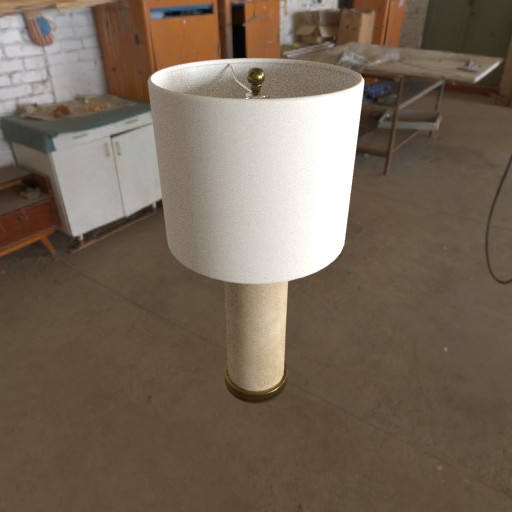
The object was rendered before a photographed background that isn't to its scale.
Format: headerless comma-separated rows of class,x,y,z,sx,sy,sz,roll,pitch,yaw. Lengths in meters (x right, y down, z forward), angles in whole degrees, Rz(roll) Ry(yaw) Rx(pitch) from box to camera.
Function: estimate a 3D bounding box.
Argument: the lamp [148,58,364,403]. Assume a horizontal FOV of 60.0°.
lamp,0.000,0.000,0.799,0.305,0.634,0.305,-10,34,-16
